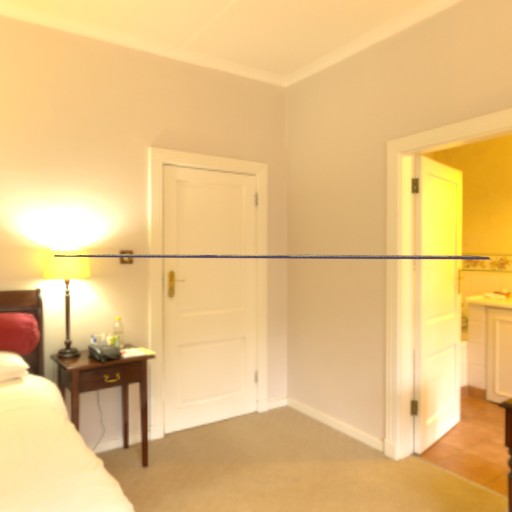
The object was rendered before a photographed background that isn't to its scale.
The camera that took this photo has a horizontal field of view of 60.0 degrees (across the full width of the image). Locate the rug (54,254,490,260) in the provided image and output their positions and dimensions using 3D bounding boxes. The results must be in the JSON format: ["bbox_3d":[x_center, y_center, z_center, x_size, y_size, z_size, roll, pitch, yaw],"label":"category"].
[{"bbox_3d":[0.000,0.000,2.516,2.283,0.016,0.602,0,1,18],"label":"rug"}]
